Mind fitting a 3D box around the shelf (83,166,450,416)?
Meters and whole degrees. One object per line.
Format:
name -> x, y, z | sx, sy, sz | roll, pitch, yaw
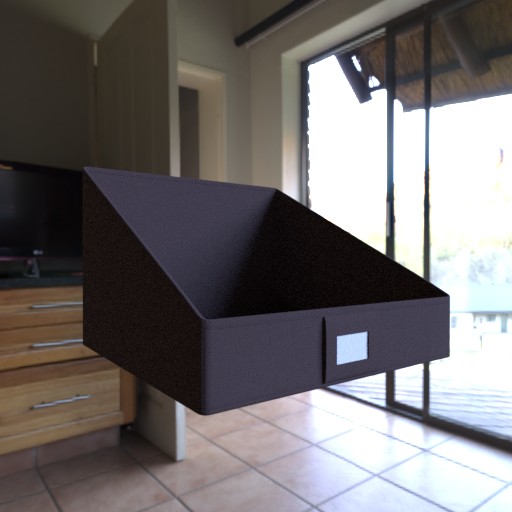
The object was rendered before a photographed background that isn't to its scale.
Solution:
shelf -> 0.000, 0.000, 0.485 | 0.292, 0.210, 0.292 | 0, 0, -36
